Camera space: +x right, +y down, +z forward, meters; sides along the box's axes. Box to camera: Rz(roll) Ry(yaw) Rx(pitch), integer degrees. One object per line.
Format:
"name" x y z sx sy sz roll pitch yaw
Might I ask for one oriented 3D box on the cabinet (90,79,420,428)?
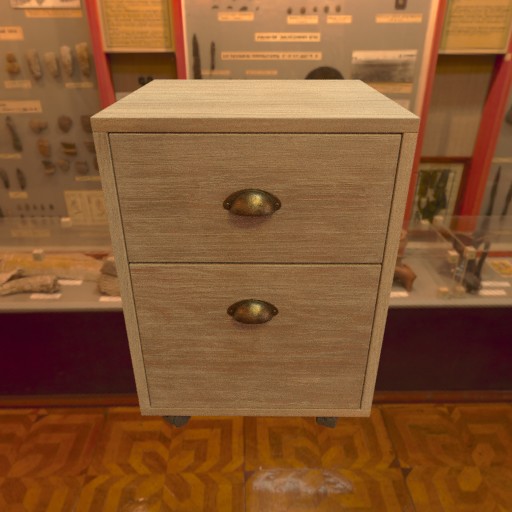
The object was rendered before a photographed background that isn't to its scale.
"cabinet" 0.000 0.000 0.841 0.409 0.579 0.401 0 28 0
